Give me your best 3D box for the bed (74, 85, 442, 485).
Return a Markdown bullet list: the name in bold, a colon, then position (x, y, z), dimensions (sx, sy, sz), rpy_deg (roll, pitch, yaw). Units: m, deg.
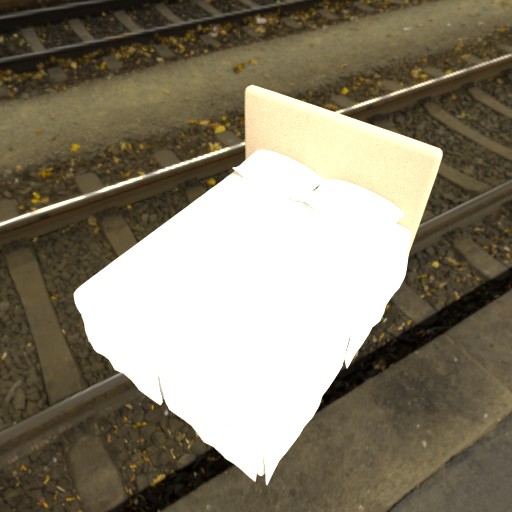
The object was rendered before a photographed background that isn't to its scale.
- **bed**: position (0.000, 0.000, 3.185), dimensions (1.723, 1.330, 2.142), rpy_deg (28, 52, 25)
